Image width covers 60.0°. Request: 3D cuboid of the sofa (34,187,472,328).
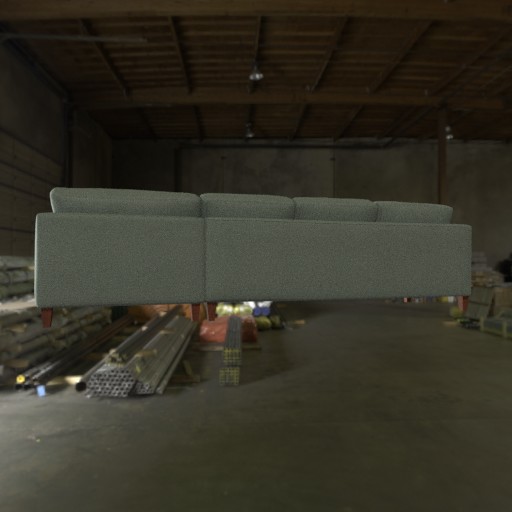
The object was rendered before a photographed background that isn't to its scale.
[{"bbox_3d":[0.000,0.000,4.080,3.471,0.950,1.604,0,0,-17],"label":"sofa"}]
